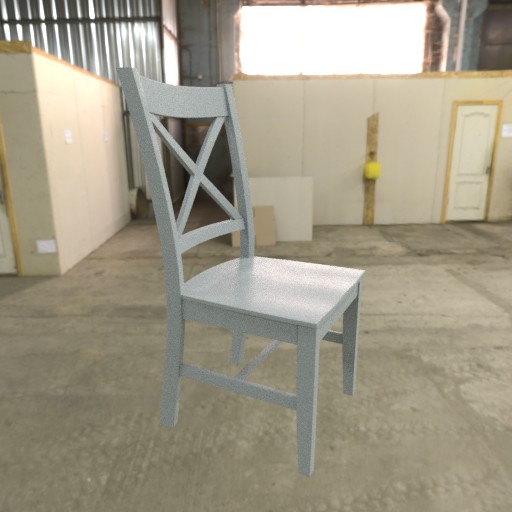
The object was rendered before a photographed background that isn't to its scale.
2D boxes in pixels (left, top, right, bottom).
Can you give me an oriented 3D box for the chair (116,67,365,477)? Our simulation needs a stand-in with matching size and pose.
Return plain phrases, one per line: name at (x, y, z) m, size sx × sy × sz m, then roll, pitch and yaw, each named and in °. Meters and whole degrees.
chair at (0.000, 0.000, 1.279) m, size 0.542 × 0.983 × 0.485 m, roll 8°, pitch 18°, yaw 26°
